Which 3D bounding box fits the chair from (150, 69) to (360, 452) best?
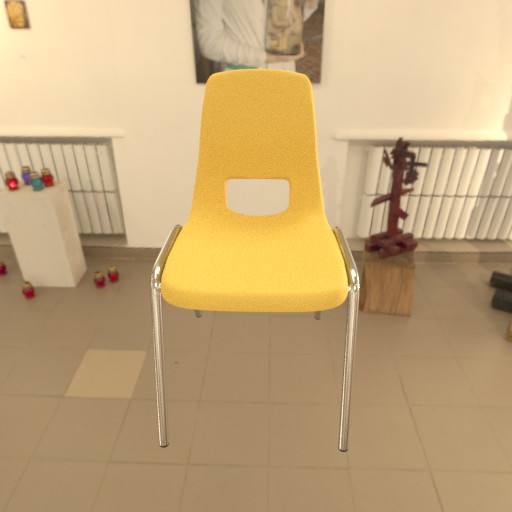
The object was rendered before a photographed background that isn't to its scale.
[{"bbox_3d":[0.000,0.000,0.906,0.381,0.653,0.436,1,31,1],"label":"chair"}]
